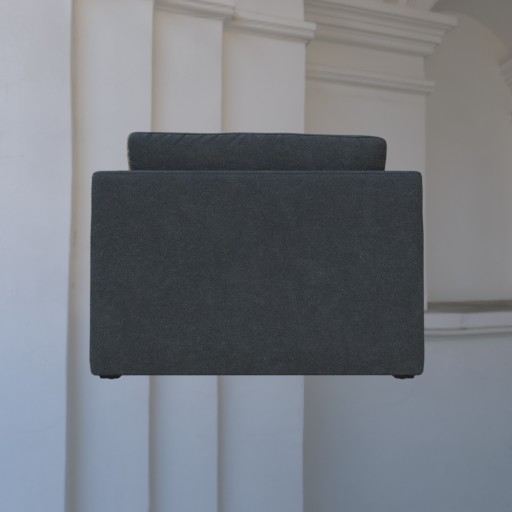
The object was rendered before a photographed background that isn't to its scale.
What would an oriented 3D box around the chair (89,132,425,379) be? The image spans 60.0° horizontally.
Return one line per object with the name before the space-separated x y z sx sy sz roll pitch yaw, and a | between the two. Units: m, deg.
chair | 0.000 0.000 1.892 1.190 0.845 1.091 0 -2 0
